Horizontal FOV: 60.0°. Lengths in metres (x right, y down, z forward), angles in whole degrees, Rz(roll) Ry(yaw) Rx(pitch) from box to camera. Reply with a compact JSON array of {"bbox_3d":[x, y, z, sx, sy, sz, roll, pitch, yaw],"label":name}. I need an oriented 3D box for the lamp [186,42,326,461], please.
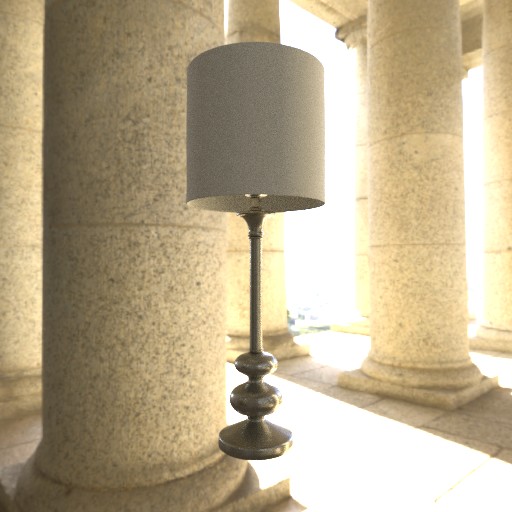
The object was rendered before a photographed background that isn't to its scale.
[{"bbox_3d":[0.000,0.000,0.814,0.254,0.690,0.254,0,-1,18],"label":"lamp"}]
